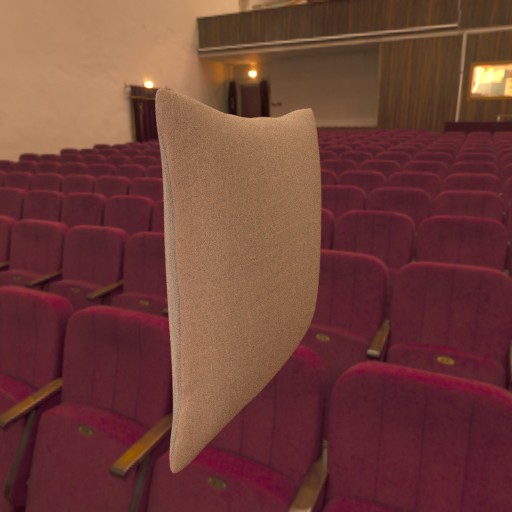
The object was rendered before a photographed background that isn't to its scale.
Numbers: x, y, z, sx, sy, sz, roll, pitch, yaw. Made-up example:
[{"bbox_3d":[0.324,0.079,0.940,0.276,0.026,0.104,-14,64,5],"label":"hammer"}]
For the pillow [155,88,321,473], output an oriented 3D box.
[{"bbox_3d":[0.000,0.000,0.767,0.178,0.506,0.512,8,17,25],"label":"pillow"}]
